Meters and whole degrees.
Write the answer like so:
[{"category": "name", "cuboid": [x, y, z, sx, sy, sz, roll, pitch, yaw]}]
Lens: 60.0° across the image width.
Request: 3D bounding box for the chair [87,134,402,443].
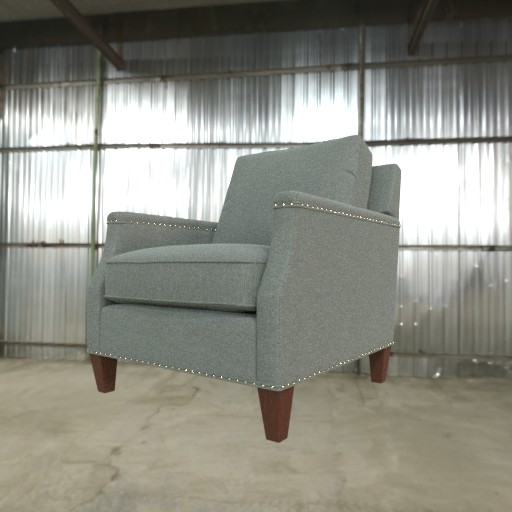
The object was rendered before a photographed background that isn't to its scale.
[{"category": "chair", "cuboid": [0.000, 0.000, 1.805, 0.885, 1.031, 1.031, -1, -2, 36]}]
